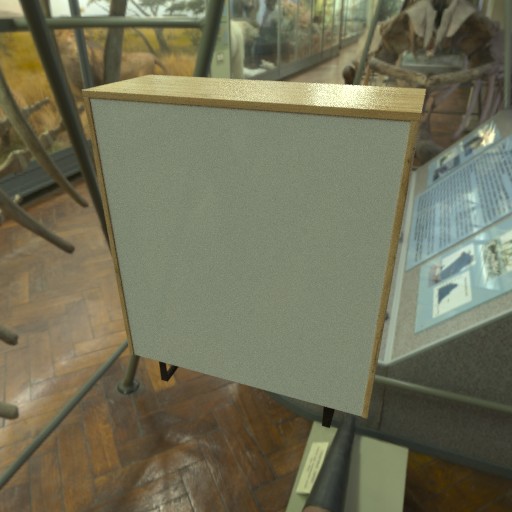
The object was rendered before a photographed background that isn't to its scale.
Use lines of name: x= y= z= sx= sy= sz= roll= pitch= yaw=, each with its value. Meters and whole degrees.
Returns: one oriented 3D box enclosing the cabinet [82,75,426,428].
cabinet: x=0.000 y=0.000 z=1.960 sx=1.168 sy=1.397 sz=0.473 roll=10 pitch=31 yaw=17
